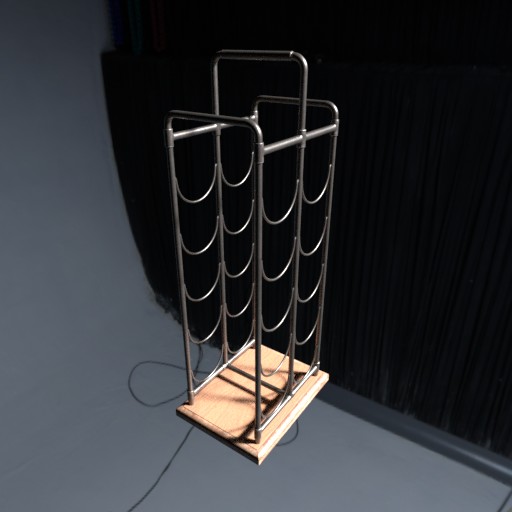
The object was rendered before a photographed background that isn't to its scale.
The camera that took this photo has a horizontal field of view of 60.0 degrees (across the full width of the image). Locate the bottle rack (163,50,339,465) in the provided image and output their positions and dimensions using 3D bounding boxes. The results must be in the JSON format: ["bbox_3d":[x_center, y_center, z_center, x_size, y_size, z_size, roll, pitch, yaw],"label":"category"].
[{"bbox_3d":[0.000,0.000,0.808,0.208,0.680,0.276,17,31,31],"label":"bottle rack"}]
